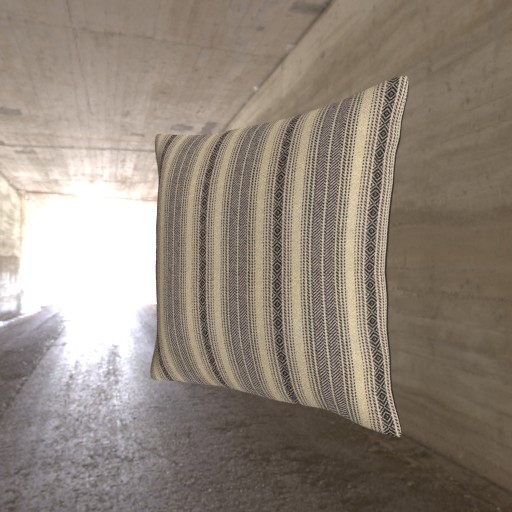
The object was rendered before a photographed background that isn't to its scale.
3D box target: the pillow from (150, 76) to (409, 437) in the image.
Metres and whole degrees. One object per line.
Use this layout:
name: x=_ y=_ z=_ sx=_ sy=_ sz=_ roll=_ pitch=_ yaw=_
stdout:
pillow: x=0.000 y=0.000 z=0.770 sx=0.520 sy=0.508 sz=0.166 roll=0 pitch=-1 yaw=35
